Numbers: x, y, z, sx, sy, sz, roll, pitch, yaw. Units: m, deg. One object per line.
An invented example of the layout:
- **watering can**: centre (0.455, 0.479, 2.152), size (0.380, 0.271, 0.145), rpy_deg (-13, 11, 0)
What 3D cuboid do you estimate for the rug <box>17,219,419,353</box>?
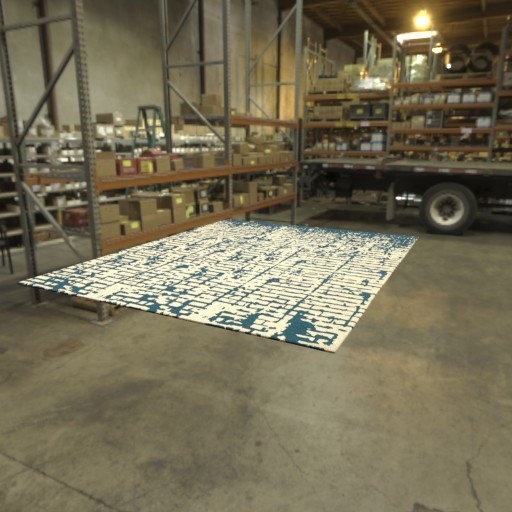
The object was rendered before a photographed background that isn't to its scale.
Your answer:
- **rug**: centre (0.000, 0.000, 4.027), size (2.416, 0.014, 3.017), rpy_deg (7, 16, 26)
